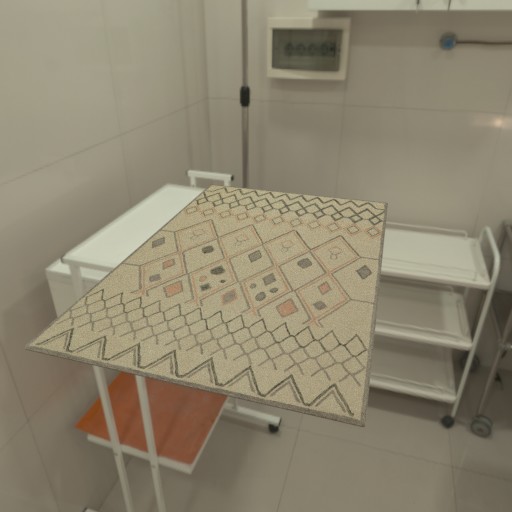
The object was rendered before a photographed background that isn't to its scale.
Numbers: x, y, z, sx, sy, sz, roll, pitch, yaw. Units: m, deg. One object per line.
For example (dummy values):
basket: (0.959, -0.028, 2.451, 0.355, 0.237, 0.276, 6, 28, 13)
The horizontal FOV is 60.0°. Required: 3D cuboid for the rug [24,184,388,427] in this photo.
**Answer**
rug: (0.000, 0.000, 2.229, 1.219, 0.016, 1.829, 8, 30, 15)
